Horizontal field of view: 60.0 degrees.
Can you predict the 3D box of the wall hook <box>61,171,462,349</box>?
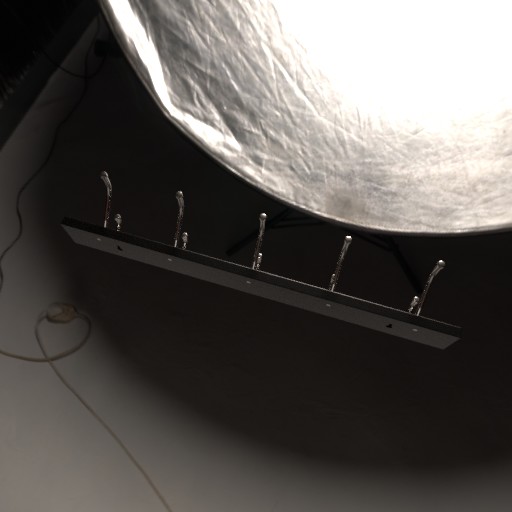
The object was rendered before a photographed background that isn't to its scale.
[{"bbox_3d":[0.000,0.000,0.622,0.571,0.117,0.071,16,65,7],"label":"wall hook"}]
